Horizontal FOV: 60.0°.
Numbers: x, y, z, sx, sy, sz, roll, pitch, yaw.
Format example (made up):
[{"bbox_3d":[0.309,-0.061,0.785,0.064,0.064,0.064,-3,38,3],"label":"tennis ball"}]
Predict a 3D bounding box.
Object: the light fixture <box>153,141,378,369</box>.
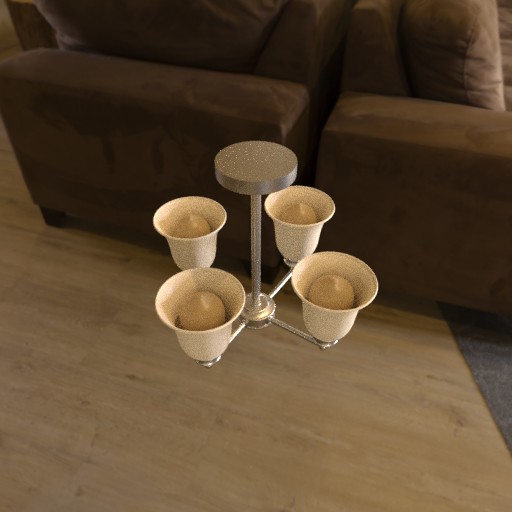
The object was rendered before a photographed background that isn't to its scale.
[{"bbox_3d":[0.000,0.000,0.766,0.427,0.370,0.427,24,46,25],"label":"light fixture"}]
